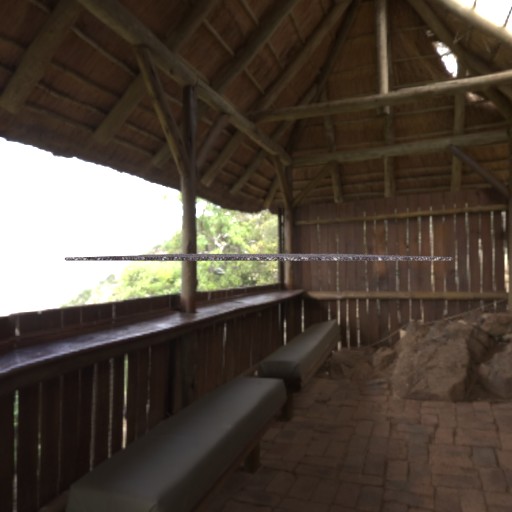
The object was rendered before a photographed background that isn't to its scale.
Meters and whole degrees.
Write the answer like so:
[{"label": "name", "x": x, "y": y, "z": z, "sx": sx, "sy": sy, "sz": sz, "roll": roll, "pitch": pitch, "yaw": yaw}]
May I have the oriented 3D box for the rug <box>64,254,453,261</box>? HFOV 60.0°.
[{"label": "rug", "x": 0.000, "y": 0.000, "z": 2.253, "sx": 1.186, "sy": 0.012, "sz": 1.814, "roll": 0, "pitch": 1, "yaw": -1}]
